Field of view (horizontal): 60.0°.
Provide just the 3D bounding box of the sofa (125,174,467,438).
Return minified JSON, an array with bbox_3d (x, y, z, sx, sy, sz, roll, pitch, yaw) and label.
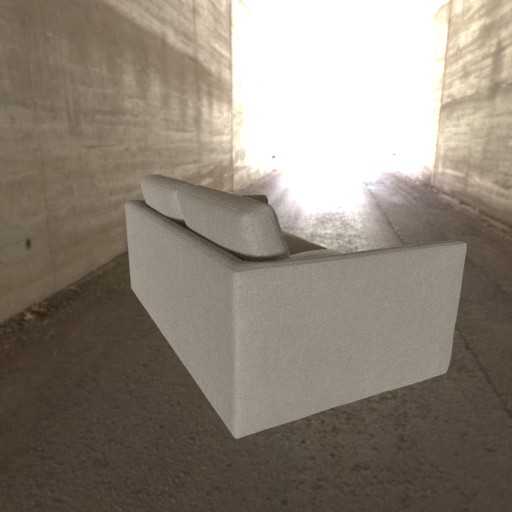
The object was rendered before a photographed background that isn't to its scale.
[{"bbox_3d":[0.000,0.000,2.518,1.091,0.839,1.905,-7,16,-25],"label":"sofa"}]
